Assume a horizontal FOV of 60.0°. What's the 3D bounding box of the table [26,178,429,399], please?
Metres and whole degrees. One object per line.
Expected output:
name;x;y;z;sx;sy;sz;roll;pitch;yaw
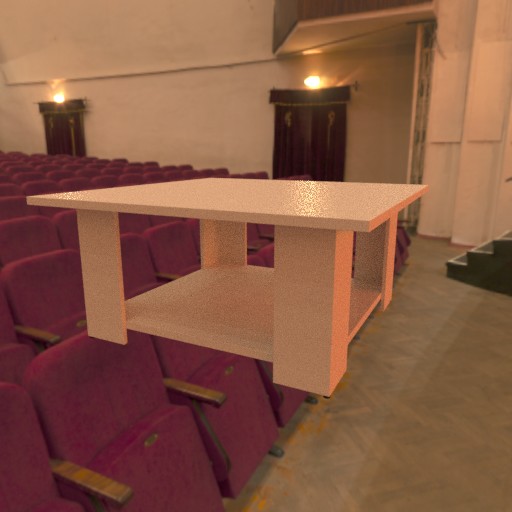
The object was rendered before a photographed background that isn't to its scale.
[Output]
table;0.000;0.000;1.048;0.670;0.305;0.670;7;15;26
